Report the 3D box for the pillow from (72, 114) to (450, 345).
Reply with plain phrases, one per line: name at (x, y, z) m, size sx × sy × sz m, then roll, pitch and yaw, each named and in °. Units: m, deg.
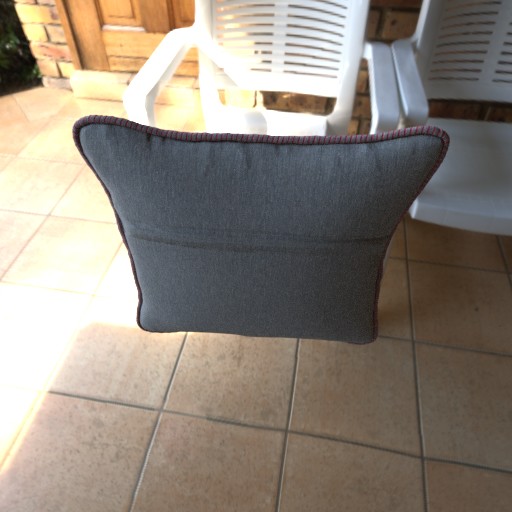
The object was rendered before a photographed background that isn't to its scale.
pillow at (0.000, 0.000, 0.726) m, size 0.482 × 0.491 × 0.124 m, roll 3°, pitch 47°, yaw 3°
